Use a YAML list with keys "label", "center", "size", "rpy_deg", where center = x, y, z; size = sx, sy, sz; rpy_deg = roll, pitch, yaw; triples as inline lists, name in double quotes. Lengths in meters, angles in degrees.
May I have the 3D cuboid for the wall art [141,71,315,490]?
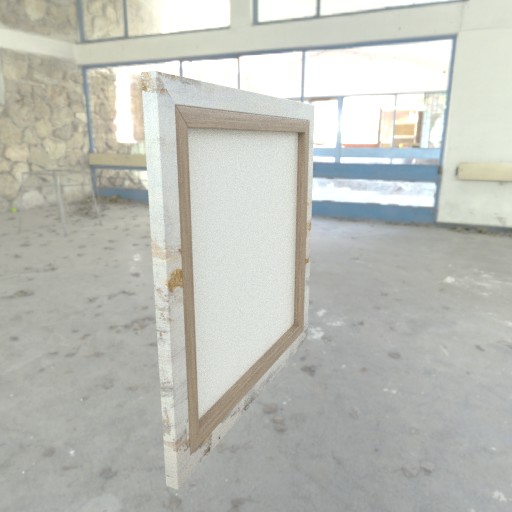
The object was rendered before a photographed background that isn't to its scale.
- label: "wall art"
  center: [0.000, 0.000, 1.475]
  size: [0.040, 1.018, 1.015]
  rpy_deg: [7, 16, 25]
